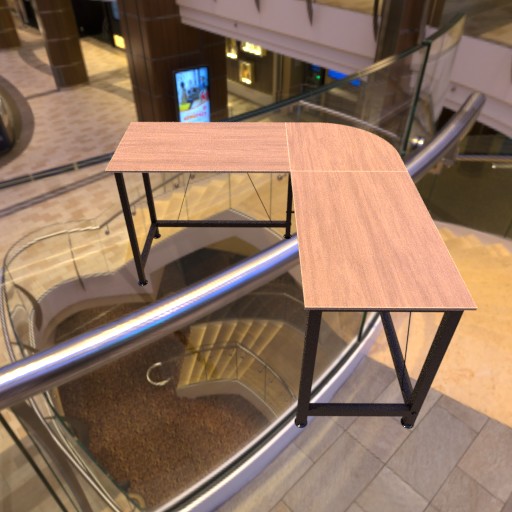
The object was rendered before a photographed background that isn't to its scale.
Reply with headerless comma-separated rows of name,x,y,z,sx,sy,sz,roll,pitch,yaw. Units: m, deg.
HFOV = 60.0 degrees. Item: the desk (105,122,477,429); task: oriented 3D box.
desk,0.000,0.000,2.175,1.400,0.762,1.400,0,40,0
